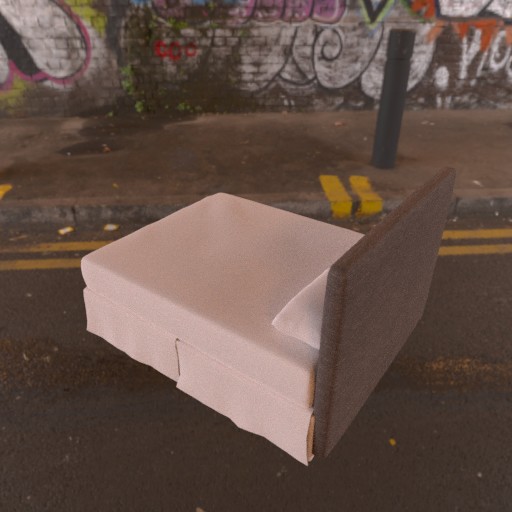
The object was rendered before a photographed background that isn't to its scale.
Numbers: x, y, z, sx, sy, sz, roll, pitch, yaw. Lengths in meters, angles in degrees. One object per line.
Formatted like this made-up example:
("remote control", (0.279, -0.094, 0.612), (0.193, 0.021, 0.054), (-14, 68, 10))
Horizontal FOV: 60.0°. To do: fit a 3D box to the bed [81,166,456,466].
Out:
("bed", (0.000, 0.000, 3.248), (2.142, 1.330, 1.723), (21, 36, 31))
